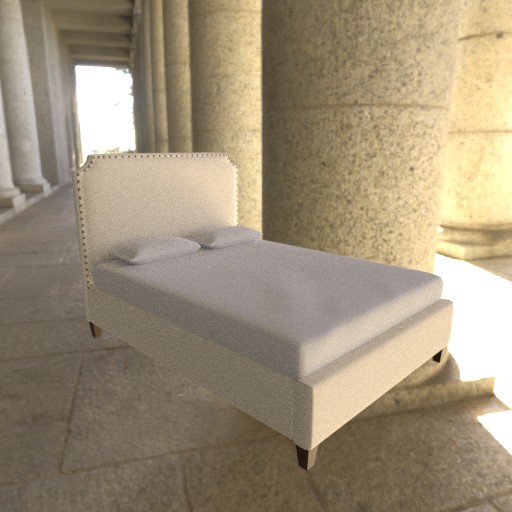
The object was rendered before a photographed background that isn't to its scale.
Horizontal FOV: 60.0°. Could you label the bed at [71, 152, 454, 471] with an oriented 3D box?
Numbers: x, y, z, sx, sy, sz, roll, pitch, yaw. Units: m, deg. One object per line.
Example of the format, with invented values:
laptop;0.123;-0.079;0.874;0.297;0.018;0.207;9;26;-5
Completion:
bed;0.000;0.000;3.343;2.372;1.497;1.712;13;19;43
